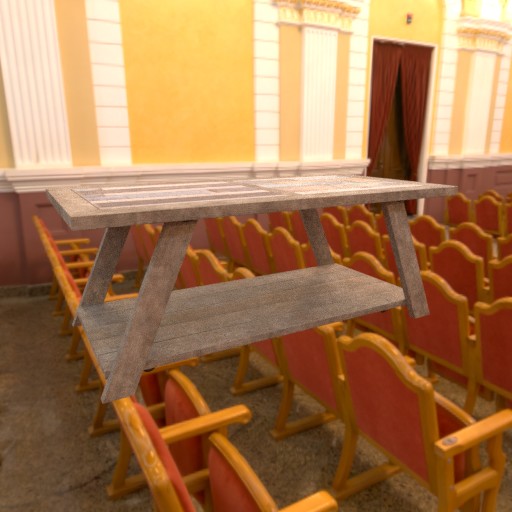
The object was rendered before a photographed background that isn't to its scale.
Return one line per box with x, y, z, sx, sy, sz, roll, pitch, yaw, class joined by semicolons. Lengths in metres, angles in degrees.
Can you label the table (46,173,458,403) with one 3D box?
0.000;0.000;1.524;1.219;0.470;0.610;-8;17;-28;table
